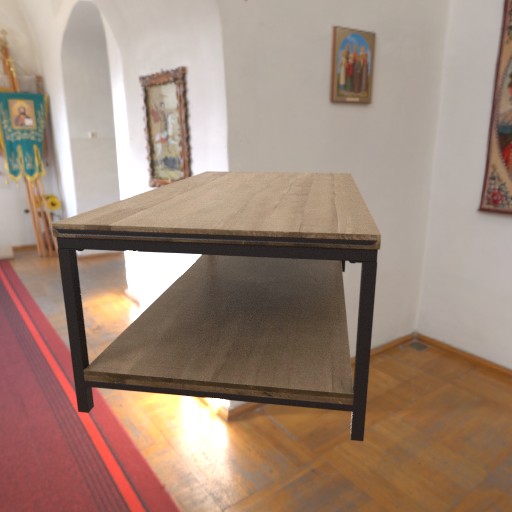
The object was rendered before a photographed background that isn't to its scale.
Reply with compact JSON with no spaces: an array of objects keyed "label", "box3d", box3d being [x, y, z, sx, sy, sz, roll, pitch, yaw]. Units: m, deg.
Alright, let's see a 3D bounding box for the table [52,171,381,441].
[{"label":"table","box3d":[0.000,0.000,1.309,0.574,0.393,1.062,2,16,9]}]
